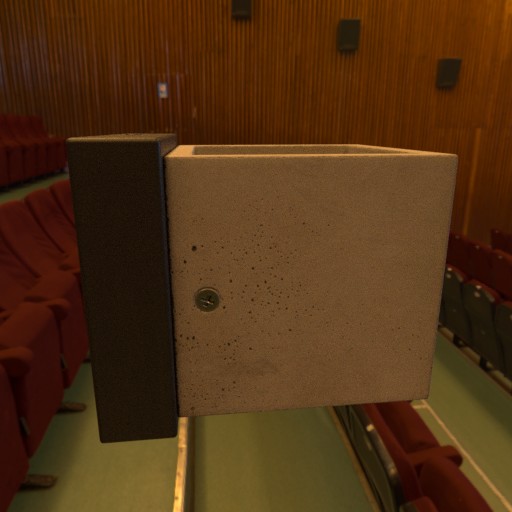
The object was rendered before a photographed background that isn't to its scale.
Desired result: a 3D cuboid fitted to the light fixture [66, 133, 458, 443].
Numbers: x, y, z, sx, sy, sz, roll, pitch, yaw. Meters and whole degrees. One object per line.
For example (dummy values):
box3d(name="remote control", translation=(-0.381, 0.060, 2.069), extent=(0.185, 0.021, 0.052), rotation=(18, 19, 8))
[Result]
box3d(name="light fixture", translation=(0.000, 0.000, 0.229), extent=(0.143, 0.121, 0.121), rotation=(-2, 16, -7))
